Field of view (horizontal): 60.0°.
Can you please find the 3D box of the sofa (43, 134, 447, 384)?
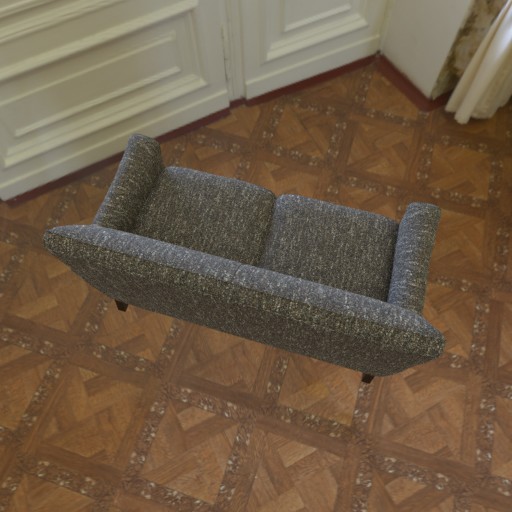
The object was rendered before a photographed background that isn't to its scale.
[{"bbox_3d":[0.000,0.000,2.060,1.519,0.946,0.801,15,64,7],"label":"sofa"}]
